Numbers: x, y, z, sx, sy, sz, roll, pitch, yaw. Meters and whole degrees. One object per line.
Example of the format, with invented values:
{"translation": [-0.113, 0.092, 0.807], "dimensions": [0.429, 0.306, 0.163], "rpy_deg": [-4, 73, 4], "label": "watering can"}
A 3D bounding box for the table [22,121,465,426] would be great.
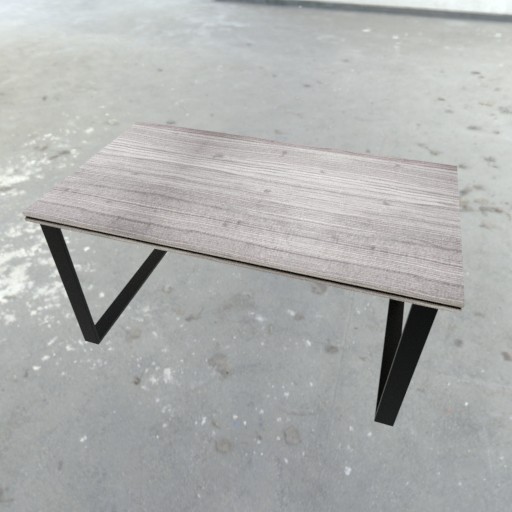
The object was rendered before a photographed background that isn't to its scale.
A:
{"translation": [0.000, 0.000, 2.053], "dimensions": [1.579, 0.736, 0.881], "rpy_deg": [12, 42, 13], "label": "table"}
